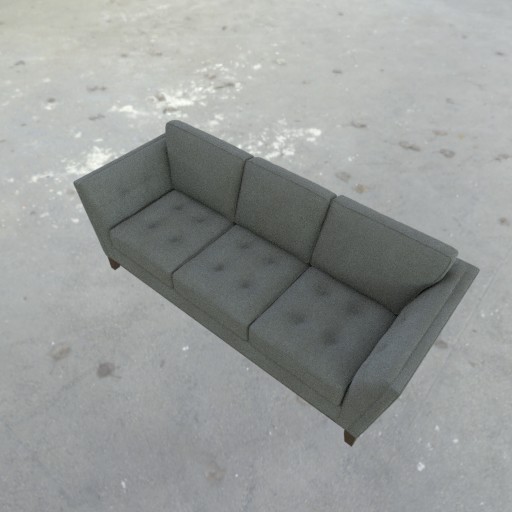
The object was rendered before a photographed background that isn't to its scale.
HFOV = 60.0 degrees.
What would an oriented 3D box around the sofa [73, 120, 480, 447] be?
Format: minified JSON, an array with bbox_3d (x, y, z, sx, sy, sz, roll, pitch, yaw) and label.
[{"bbox_3d":[0.000,0.000,2.899,2.387,0.940,0.965,31,53,26],"label":"sofa"}]
